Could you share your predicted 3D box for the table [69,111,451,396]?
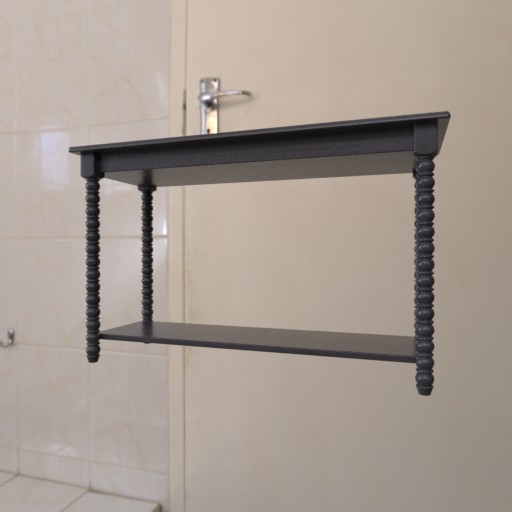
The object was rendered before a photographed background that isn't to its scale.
[{"bbox_3d":[0.000,0.000,1.513,1.184,0.735,0.459,0,0,19],"label":"table"}]
